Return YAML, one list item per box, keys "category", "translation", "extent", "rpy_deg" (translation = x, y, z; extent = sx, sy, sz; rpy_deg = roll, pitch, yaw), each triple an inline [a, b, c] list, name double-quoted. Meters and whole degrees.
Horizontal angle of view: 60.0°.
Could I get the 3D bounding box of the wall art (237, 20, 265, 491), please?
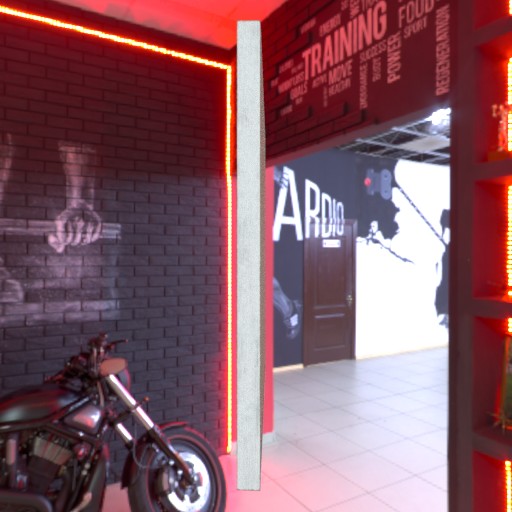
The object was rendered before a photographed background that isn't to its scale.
- category: "wall art"
  translation: [0.000, 0.000, 1.099]
  extent: [0.038, 0.762, 0.762]
  rpy_deg: [0, 0, 2]
